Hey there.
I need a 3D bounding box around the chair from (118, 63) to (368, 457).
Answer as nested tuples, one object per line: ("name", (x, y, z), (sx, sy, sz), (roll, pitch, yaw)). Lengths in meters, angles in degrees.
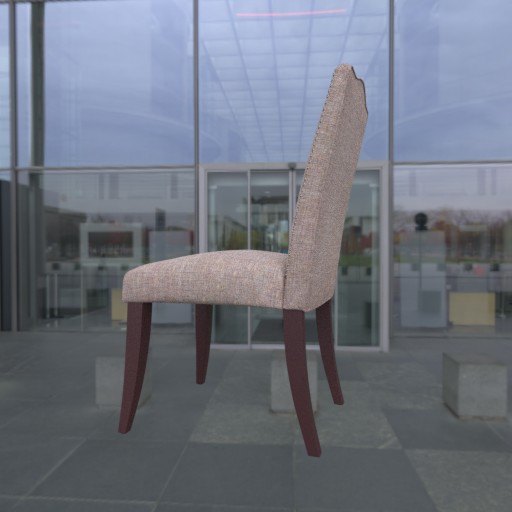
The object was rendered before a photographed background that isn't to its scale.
("chair", (0.000, 0.000, 1.394), (0.660, 1.016, 0.513), (0, 1, 20))
